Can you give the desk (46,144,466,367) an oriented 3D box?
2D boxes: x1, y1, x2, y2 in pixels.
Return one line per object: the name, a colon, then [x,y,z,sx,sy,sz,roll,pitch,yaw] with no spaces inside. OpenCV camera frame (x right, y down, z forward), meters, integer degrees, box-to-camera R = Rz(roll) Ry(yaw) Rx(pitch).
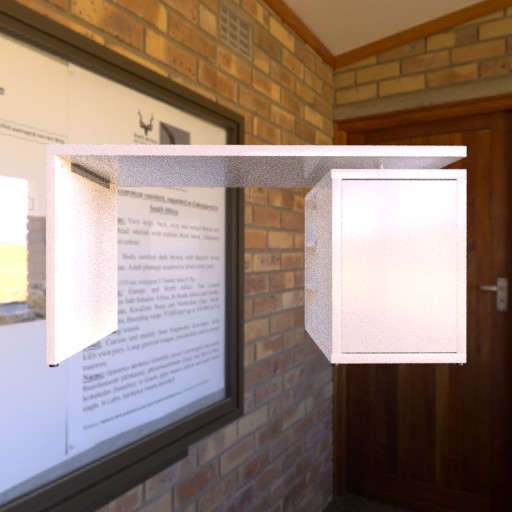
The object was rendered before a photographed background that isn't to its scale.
desk: [0.000,0.000,1.821,1.400,0.740,0.690,0,0,-1]
